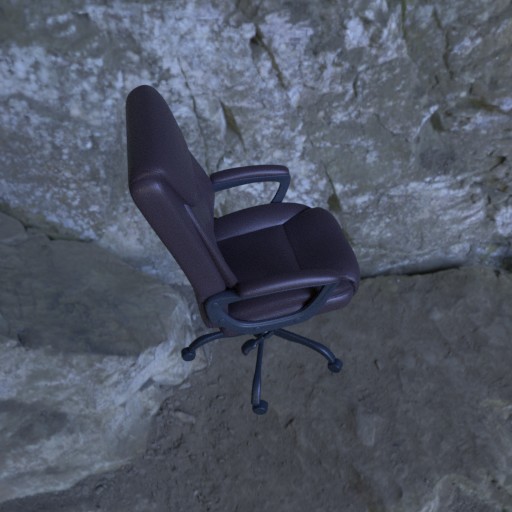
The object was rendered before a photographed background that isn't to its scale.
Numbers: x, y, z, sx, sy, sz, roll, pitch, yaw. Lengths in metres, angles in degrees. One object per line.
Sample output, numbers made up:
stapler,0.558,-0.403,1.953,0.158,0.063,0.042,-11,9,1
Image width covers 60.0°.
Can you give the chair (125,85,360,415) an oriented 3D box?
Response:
chair,0.000,0.000,1.484,0.655,1.072,0.615,-9,46,-9
